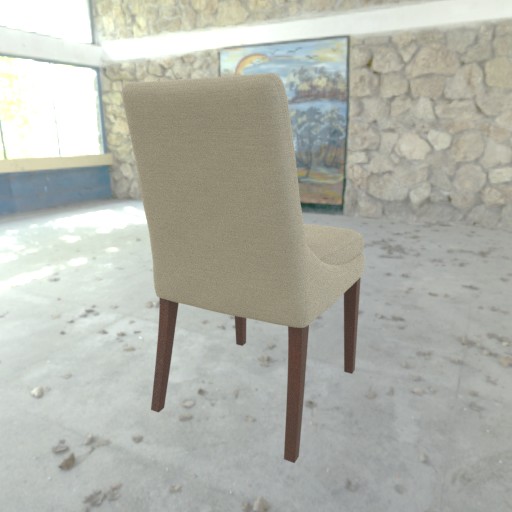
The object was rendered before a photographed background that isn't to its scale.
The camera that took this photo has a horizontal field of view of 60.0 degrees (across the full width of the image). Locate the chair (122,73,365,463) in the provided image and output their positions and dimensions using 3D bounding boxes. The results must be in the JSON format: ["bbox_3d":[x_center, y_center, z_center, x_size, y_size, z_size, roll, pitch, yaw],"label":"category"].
[{"bbox_3d":[0.000,0.000,1.325,0.515,0.940,0.638,8,18,27],"label":"chair"}]
